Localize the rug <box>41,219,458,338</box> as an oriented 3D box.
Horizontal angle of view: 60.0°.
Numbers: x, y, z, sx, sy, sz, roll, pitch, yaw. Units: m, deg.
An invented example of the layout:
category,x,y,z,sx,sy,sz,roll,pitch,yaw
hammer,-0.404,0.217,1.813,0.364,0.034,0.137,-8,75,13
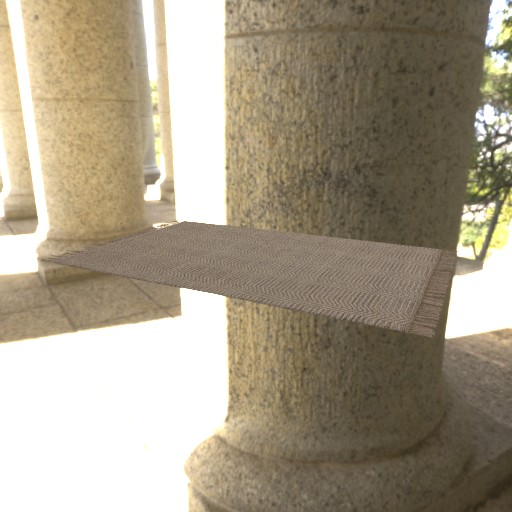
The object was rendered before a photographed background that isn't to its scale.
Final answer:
category,x,y,z,sx,sy,sz,roll,pitch,yaw
rug,0.000,0.000,3.097,2.523,0.034,1.528,8,18,26
